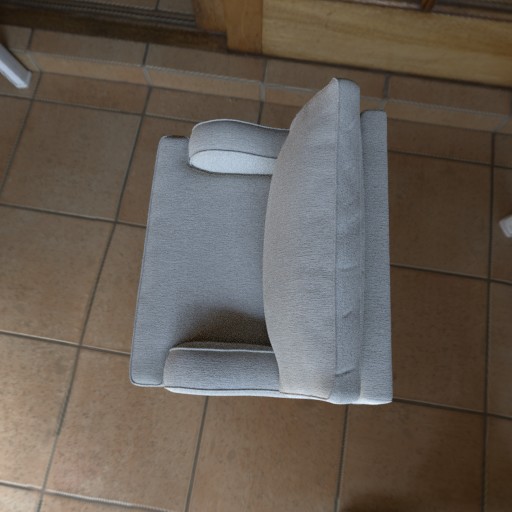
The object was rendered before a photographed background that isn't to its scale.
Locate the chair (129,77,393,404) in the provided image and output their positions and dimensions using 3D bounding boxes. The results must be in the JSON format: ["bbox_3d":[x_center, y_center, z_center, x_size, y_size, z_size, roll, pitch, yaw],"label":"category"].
[{"bbox_3d":[0.000,0.000,2.010,1.041,1.016,1.220,3,75,1],"label":"chair"}]
